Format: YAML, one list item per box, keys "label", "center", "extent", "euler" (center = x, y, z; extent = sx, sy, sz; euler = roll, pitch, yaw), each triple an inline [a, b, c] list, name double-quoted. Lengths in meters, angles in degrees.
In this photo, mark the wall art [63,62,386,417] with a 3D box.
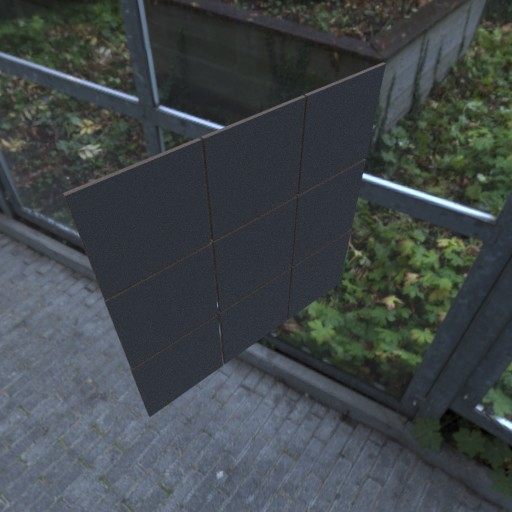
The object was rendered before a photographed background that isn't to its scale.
- label: "wall art"
  center: [0.000, 0.000, 1.777]
  extent: [1.216, 1.216, 0.013]
  euler: [-31, 53, -26]
